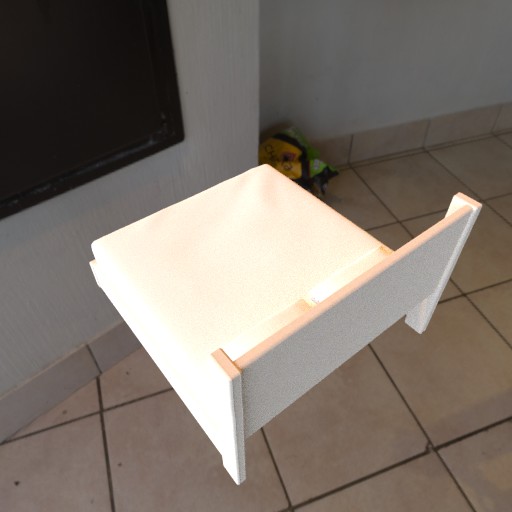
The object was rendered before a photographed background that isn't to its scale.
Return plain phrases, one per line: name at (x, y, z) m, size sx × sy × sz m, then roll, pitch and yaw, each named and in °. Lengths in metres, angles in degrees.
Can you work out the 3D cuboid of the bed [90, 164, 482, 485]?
bed at (0.000, 0.000, 3.703) m, size 2.145 × 1.471 × 2.293 m, roll -29°, pitch 52°, yaw -26°
